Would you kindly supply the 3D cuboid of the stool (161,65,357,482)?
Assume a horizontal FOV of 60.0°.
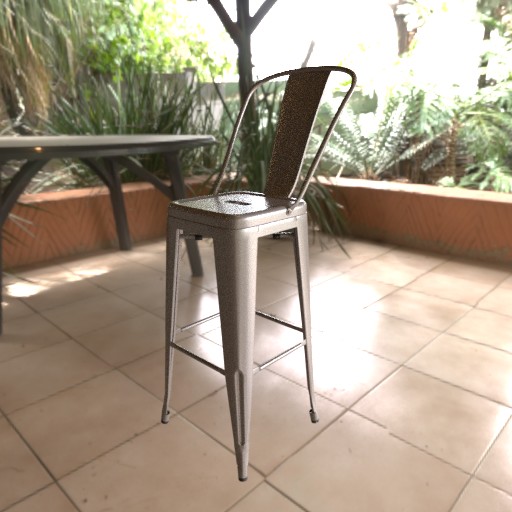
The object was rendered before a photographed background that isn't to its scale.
[{"bbox_3d":[0.000,0.000,1.336,0.399,1.096,0.513,15,23,41],"label":"stool"}]
